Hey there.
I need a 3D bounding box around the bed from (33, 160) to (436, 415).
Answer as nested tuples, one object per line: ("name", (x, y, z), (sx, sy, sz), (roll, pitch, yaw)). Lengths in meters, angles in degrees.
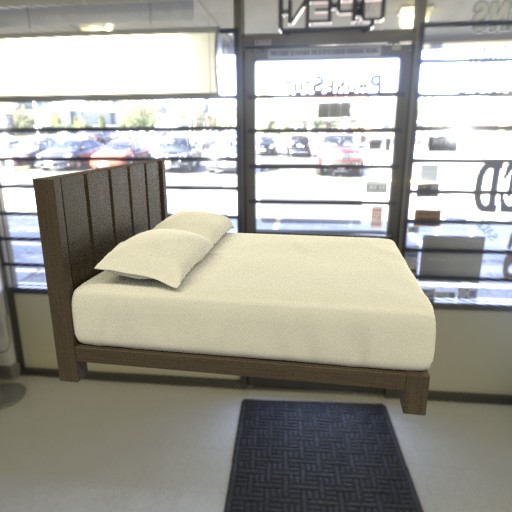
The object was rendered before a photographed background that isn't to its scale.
("bed", (0.000, 0.000, 3.287), (2.242, 1.270, 1.727), (3, 16, 9))
